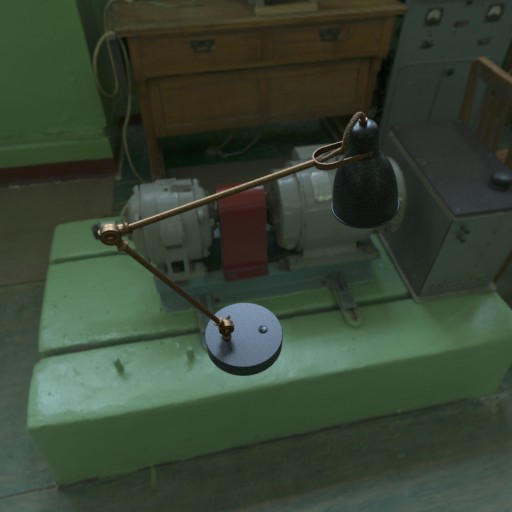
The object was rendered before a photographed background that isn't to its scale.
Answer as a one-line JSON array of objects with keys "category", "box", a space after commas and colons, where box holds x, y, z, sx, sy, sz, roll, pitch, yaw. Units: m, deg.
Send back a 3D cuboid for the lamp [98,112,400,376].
[{"category": "lamp", "box": [0.000, 0.000, 0.888, 0.561, 0.587, 0.187, -10, 46, -9]}]
